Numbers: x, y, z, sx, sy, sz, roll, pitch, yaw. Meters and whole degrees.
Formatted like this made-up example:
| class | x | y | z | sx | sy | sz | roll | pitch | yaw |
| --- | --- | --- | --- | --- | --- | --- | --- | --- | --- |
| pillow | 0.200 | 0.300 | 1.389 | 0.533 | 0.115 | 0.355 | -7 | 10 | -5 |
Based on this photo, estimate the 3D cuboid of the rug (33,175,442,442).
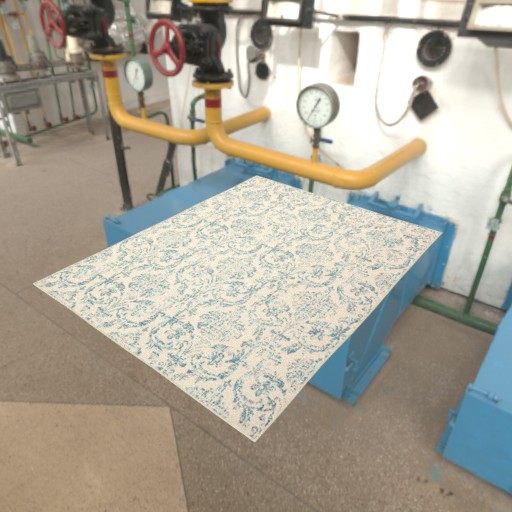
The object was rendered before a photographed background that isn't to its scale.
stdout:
| class | x | y | z | sx | sy | sz | roll | pitch | yaw |
| --- | --- | --- | --- | --- | --- | --- | --- | --- | --- |
| rug | 0.000 | 0.000 | 4.038 | 2.363 | 0.012 | 2.980 | 23 | 39 | 32 |
